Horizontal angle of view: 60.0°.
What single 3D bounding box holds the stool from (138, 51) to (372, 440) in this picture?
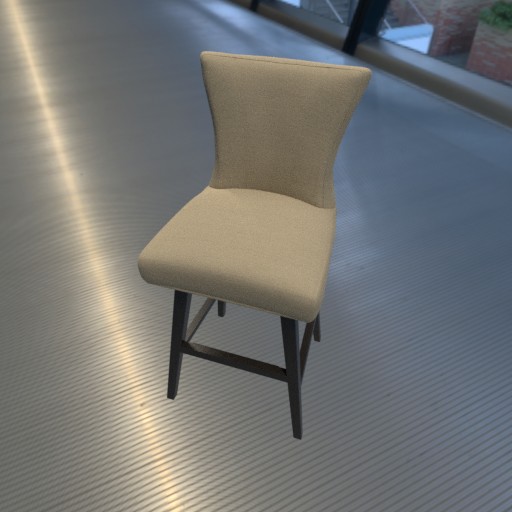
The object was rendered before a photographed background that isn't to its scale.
[{"bbox_3d":[0.000,0.000,1.435,0.514,1.086,0.574,12,42,14],"label":"stool"}]
